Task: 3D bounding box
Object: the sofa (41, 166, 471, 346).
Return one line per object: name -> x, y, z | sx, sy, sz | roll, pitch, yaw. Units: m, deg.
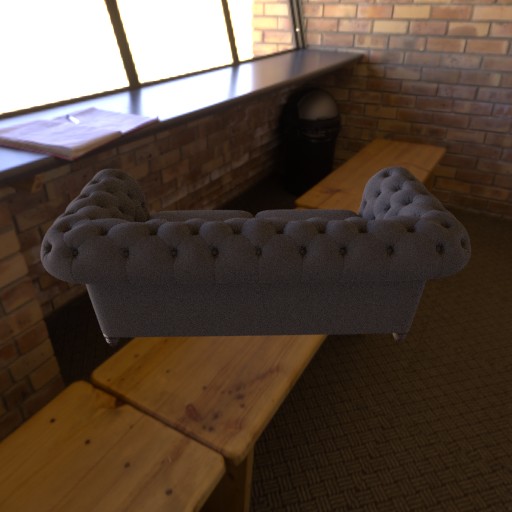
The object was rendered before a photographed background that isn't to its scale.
sofa -> 0.000, 0.000, 2.454 | 1.998, 0.764, 0.986 | -1, 31, -1
